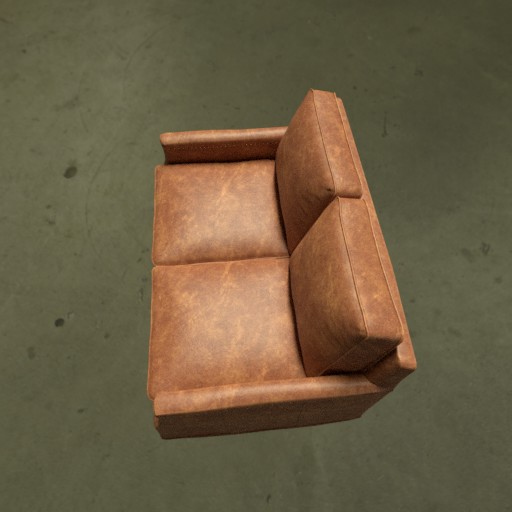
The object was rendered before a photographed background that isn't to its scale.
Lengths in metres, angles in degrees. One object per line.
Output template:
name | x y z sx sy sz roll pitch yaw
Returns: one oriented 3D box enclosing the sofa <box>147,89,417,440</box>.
sofa | 0.000 0.000 2.288 1.084 1.003 1.597 -4 59 -3
